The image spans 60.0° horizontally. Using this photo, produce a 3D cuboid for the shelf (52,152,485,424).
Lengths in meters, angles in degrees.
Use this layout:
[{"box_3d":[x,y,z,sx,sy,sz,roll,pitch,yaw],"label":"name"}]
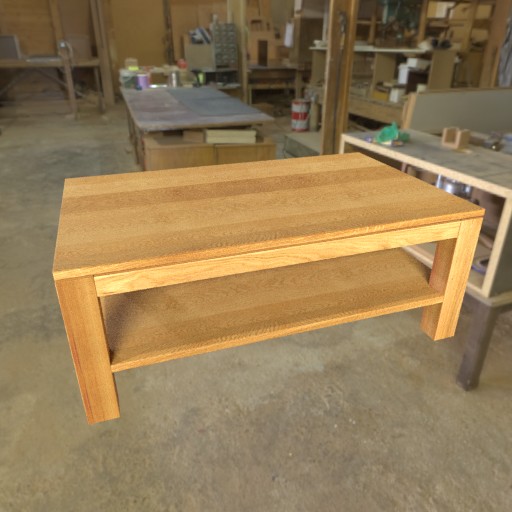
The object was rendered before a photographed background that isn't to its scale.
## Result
[{"box_3d":[0.000,0.000,1.500,1.150,0.450,0.700,-9,28,-17],"label":"shelf"}]
